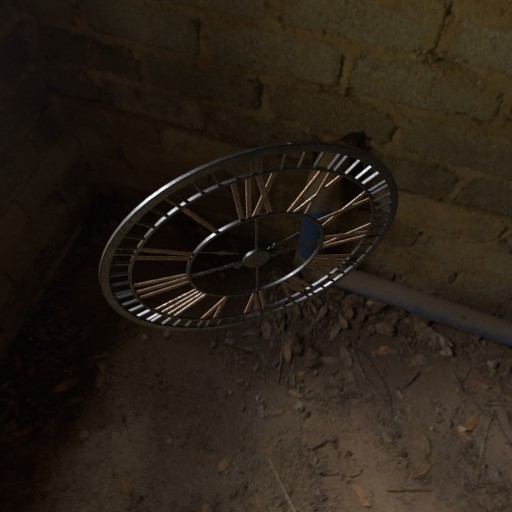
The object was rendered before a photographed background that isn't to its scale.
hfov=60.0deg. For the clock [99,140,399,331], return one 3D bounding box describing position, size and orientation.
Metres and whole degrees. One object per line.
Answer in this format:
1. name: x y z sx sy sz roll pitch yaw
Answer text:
1. clock: 0.000 0.000 1.251 0.843 0.843 0.025 -15 60 -9
